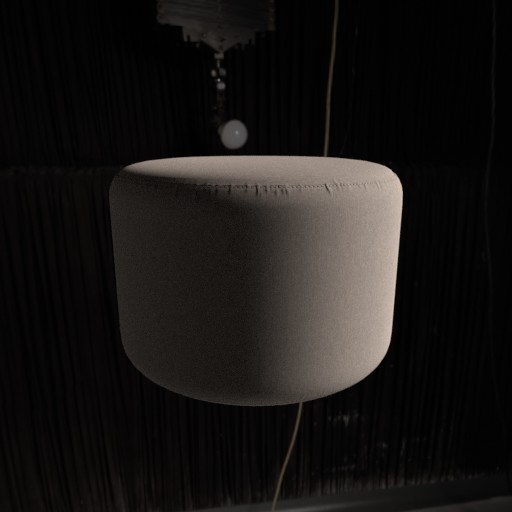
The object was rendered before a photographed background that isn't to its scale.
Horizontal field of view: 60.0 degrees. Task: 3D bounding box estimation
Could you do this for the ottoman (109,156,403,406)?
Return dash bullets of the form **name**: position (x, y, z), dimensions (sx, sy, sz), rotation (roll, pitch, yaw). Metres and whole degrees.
- **ottoman**: position (0.000, 0.000, 1.000), dimensions (0.608, 0.433, 0.608), rotation (0, 15, 0)
